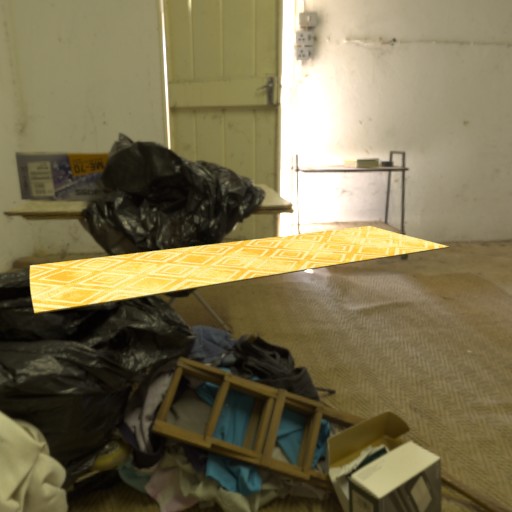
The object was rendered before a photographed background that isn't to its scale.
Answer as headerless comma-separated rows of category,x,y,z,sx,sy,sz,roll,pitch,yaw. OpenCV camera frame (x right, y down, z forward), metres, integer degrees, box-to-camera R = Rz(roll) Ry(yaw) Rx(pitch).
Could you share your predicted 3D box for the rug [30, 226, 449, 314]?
rug,0.000,0.000,2.664,2.438,0.010,0.775,-8,17,-26
